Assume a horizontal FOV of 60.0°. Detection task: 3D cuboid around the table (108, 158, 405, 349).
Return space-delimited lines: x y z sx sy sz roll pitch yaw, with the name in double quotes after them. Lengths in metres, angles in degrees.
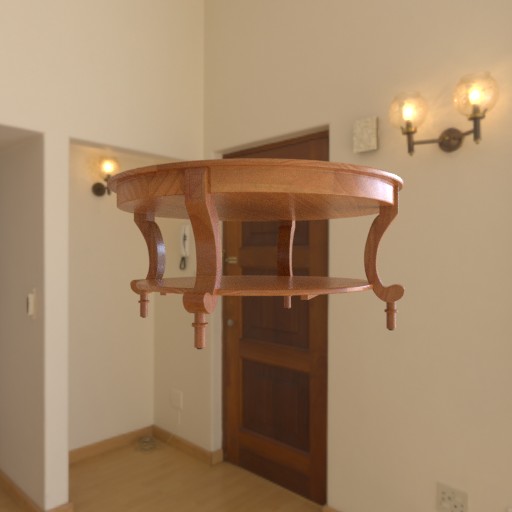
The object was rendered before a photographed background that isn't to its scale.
0.000 0.000 1.618 1.029 0.490 1.029 0 0 0 "table"
